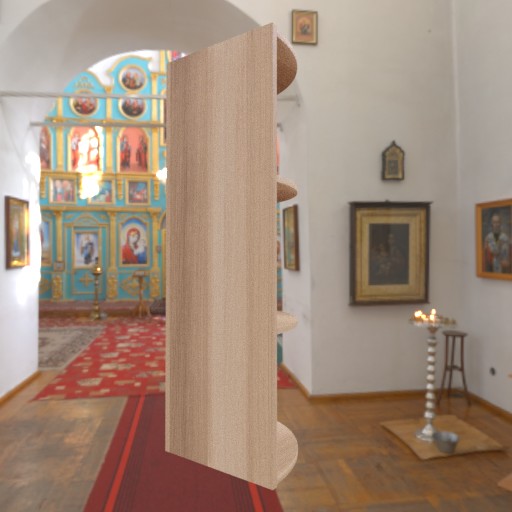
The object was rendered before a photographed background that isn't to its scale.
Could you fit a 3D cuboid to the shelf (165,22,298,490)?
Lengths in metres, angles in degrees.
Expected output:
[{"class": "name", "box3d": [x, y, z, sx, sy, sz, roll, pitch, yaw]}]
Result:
[{"class": "shelf", "box3d": [0.000, 0.000, 1.028, 0.290, 0.872, 0.290, -1, -1, 36]}]
